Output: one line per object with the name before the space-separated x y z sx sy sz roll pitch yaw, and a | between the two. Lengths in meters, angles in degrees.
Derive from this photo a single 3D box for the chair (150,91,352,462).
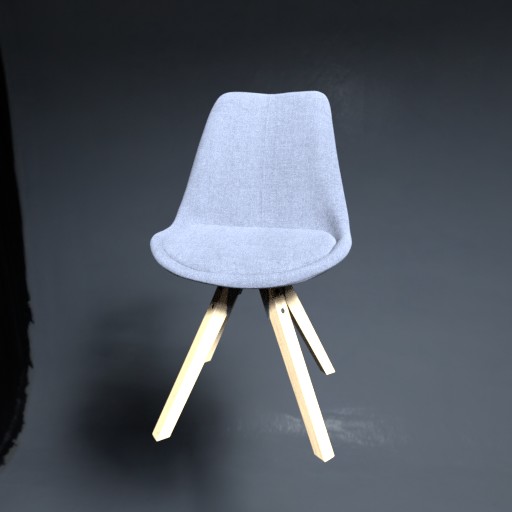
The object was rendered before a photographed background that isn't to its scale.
chair | 0.000 0.000 1.171 0.485 0.850 0.550 3 17 10
